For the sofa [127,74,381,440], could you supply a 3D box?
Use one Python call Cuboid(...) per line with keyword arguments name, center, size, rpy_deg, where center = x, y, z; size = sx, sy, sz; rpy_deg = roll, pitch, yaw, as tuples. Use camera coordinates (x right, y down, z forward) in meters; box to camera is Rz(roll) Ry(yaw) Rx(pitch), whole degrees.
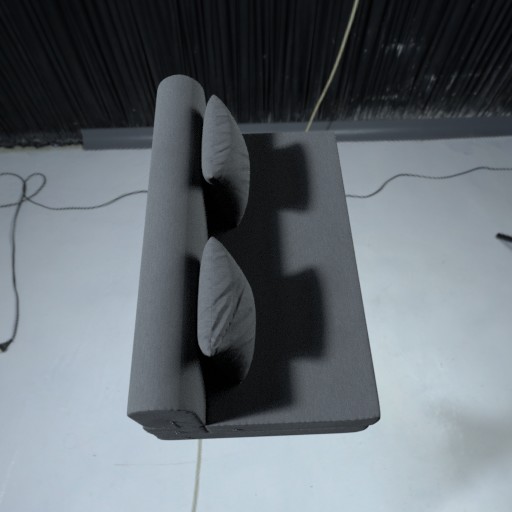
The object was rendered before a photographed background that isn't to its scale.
Cuboid(name="sofa", center=(0.000, 0.000, 1.684), size=(0.762, 0.670, 1.225), rpy_deg=(-2, 62, -1))
